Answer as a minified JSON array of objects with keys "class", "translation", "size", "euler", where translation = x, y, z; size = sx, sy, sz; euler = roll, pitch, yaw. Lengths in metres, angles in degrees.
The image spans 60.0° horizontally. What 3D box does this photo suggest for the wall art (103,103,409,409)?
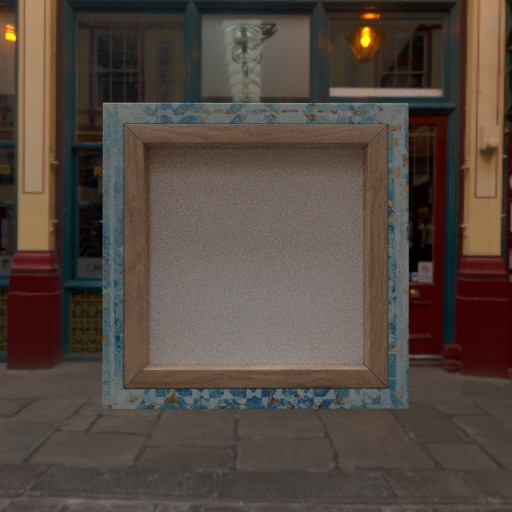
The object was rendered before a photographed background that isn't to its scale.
[{"class":"wall art","translation":[0.000,0.000,0.605],"size":[0.405,0.405,0.037],"euler":[0,0,0]}]
